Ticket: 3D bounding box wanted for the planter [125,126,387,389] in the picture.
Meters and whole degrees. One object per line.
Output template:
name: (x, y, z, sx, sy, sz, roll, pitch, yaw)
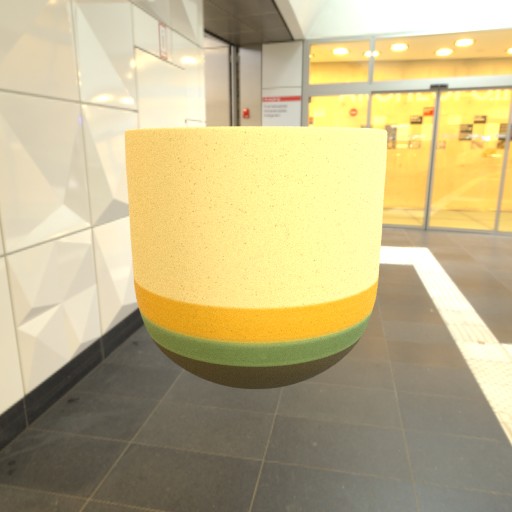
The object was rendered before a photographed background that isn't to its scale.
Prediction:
planter: (0.000, 0.000, 0.499, 0.268, 0.270, 0.268, 0, 14, 0)
